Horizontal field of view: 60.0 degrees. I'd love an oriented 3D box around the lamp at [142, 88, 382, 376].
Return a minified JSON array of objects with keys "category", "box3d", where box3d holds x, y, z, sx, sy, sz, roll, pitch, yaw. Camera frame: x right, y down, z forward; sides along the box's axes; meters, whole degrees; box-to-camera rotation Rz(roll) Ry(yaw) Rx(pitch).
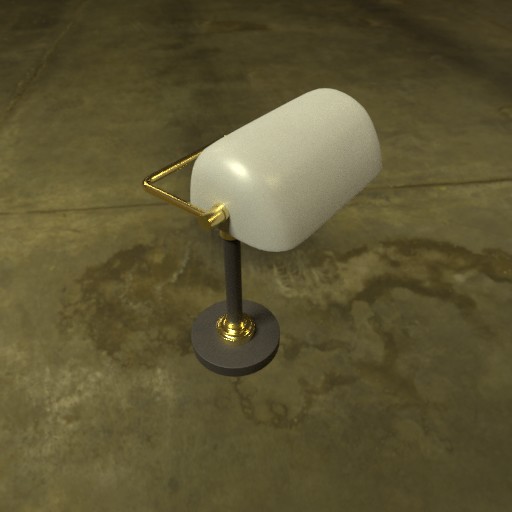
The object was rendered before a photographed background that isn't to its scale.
[{"category":"lamp","box3d":[0.000,0.000,0.579,0.227,0.404,0.269,27,47,28]}]
